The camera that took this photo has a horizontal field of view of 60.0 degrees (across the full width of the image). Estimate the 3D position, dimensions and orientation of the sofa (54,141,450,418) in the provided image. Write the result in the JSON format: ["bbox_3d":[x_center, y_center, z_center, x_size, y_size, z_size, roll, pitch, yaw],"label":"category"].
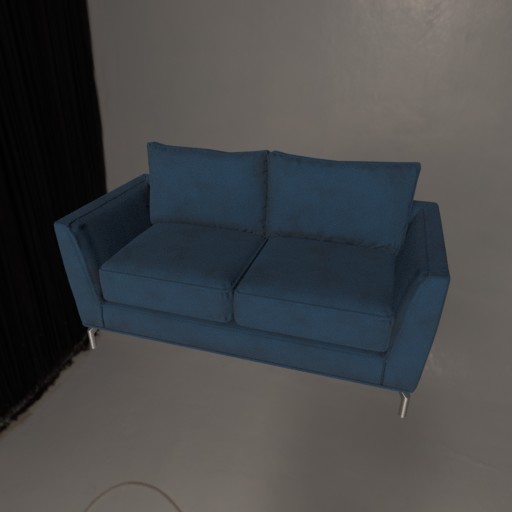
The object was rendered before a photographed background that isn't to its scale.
[{"bbox_3d":[0.000,0.000,2.333,1.770,1.002,0.853,8,28,15],"label":"sofa"}]
